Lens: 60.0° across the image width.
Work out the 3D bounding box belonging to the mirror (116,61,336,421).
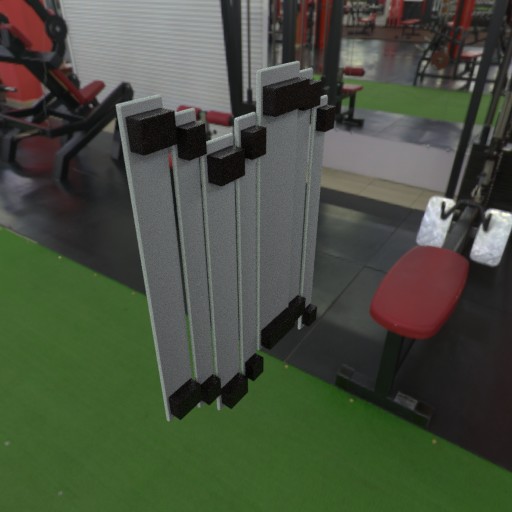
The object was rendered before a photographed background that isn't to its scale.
[{"bbox_3d":[0.000,0.000,0.782,0.058,0.611,0.445,21,38,30],"label":"mirror"}]
